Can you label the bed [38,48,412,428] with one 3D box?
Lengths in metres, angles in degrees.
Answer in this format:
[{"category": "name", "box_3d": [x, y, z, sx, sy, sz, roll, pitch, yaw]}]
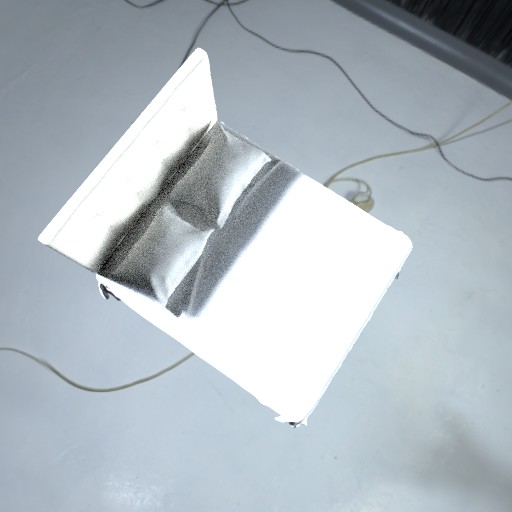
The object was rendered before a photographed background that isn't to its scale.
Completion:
[{"category": "bed", "box_3d": [0.000, 0.000, 3.410, 2.222, 1.577, 1.936, 34, 78, 8]}]
